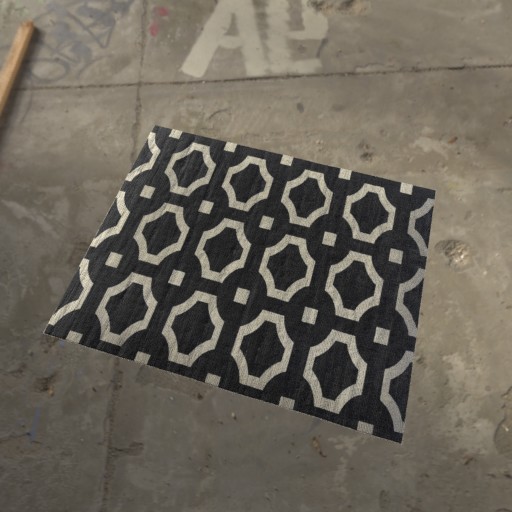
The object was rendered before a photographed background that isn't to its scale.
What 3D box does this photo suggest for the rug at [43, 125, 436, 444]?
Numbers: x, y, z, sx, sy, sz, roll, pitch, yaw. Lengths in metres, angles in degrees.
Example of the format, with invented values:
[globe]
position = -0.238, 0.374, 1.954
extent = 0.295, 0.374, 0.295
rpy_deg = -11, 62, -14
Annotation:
[rug]
position = 0.000, 0.000, 4.108
extent = 3.049, 0.021, 2.466
rpy_deg = 15, 64, 8
